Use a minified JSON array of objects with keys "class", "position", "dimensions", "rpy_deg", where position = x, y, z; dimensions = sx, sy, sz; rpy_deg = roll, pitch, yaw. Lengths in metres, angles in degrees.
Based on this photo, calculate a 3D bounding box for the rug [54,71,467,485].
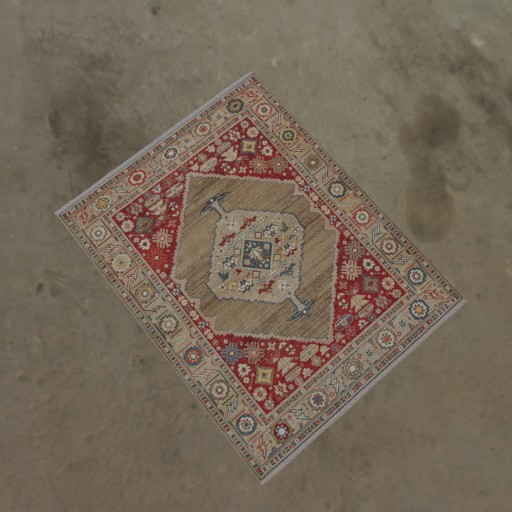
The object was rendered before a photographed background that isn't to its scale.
[{"class":"rug","position":[0.000,0.000,4.170],"dimensions":[2.451,0.008,3.143],"rpy_deg":[-39,80,-8]}]
